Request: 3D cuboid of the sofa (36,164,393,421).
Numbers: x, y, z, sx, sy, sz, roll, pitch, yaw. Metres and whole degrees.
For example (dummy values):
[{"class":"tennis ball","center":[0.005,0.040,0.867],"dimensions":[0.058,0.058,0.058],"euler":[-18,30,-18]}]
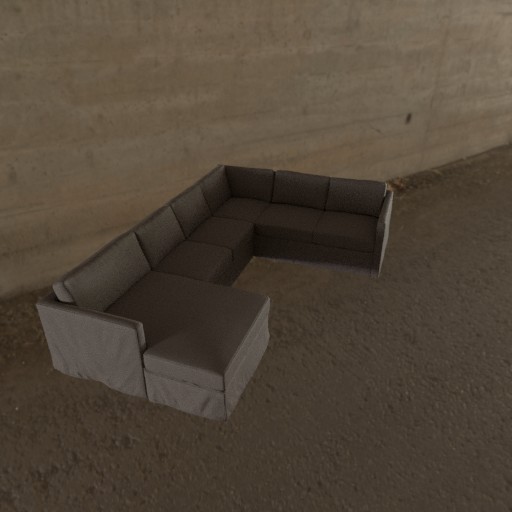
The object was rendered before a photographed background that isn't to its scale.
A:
[{"class":"sofa","center":[0.000,0.000,4.645],"dimensions":[2.476,0.878,3.528],"euler":[10,31,17]}]
